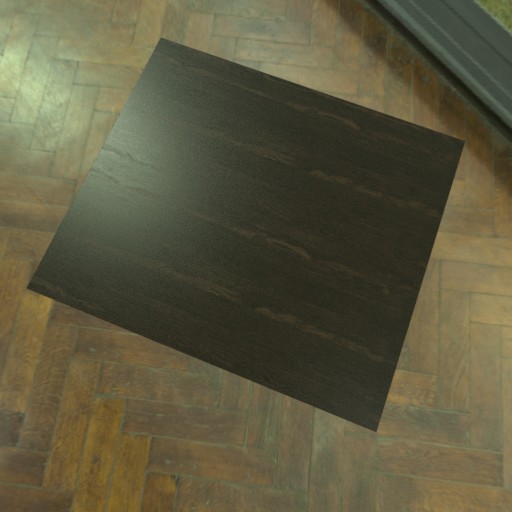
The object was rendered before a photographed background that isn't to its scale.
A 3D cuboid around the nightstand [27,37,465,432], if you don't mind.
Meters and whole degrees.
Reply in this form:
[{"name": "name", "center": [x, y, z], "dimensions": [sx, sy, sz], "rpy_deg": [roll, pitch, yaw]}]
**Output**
[{"name": "nightstand", "center": [0.000, 0.000, 0.853], "dimensions": [0.489, 0.487, 0.427], "rpy_deg": [21, 76, 5]}]
